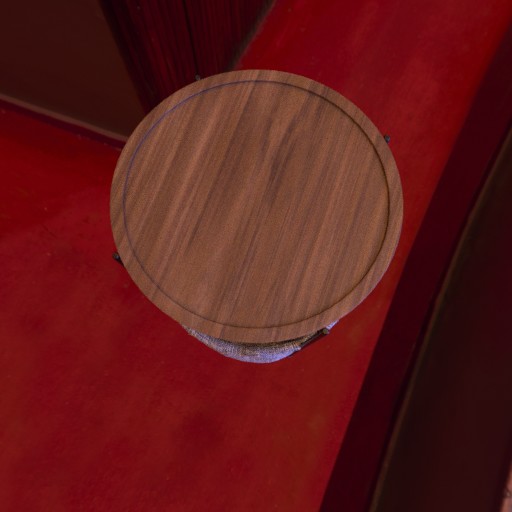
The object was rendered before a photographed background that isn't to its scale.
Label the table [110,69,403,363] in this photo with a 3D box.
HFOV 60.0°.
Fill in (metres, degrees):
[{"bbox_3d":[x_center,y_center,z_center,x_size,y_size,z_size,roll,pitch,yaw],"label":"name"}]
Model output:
[{"bbox_3d":[0.000,0.000,0.884,0.400,0.623,0.400,19,76,5],"label":"table"}]
